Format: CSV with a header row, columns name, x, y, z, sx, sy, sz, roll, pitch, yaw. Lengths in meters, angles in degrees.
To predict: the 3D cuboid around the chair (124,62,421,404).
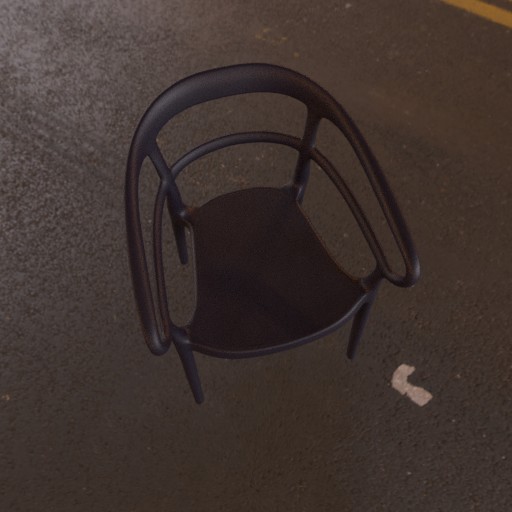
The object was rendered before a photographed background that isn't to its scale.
name,x,y,z,sx,sy,sz,roll,pitch,yaw
chair,0.000,0.000,1.154,0.559,0.761,0.527,-14,63,-7
